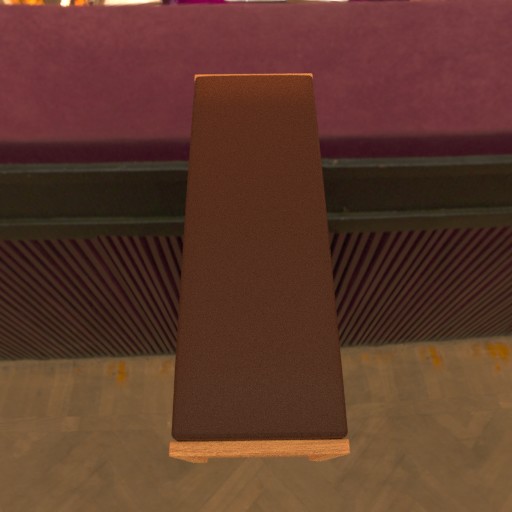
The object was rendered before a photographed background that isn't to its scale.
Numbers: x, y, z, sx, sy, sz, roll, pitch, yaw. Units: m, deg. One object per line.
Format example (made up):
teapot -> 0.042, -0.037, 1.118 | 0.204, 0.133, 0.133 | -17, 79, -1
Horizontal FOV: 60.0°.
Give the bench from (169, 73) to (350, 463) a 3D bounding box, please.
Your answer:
bench -> 0.000, 0.000, 1.441 | 0.405, 0.480, 1.200 | -1, 63, 0
